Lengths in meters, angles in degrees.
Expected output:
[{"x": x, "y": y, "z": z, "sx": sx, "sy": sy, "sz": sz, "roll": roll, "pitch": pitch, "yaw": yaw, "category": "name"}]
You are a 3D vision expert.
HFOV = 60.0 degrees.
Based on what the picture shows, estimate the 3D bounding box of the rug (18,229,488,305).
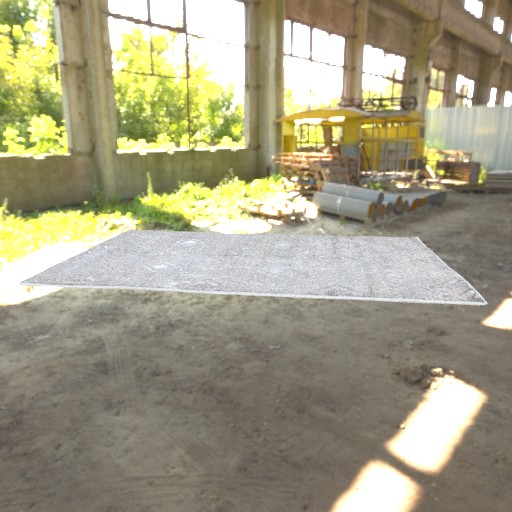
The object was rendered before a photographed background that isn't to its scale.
[{"x": 0.000, "y": 0.000, "z": 3.005, "sx": 2.447, "sy": 0.036, "sz": 1.537, "roll": 2, "pitch": 14, "yaw": 7, "category": "rug"}]
